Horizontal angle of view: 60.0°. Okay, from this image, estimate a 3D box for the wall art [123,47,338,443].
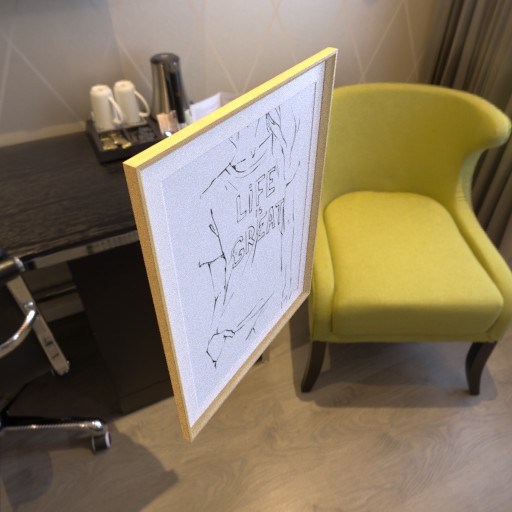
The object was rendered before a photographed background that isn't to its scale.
[{"bbox_3d":[0.000,0.000,1.350,0.030,1.002,0.798,24,46,25],"label":"wall art"}]
